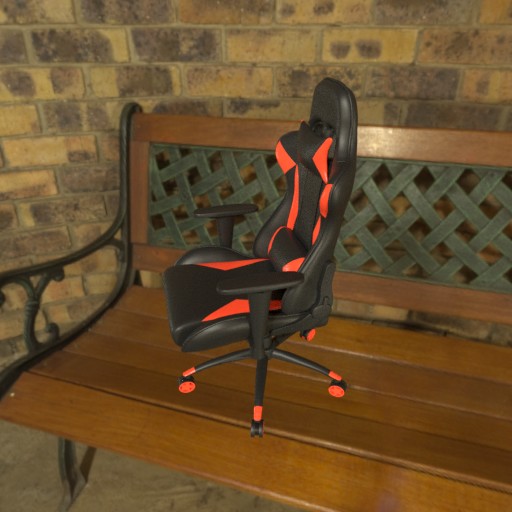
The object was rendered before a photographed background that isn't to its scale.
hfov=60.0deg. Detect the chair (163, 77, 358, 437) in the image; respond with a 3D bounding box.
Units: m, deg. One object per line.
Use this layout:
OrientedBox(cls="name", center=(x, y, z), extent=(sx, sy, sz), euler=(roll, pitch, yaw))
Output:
OrientedBox(cls="chair", center=(0.000, 0.000, 1.737), extent=(0.730, 1.282, 0.695), euler=(-7, 31, -13))
